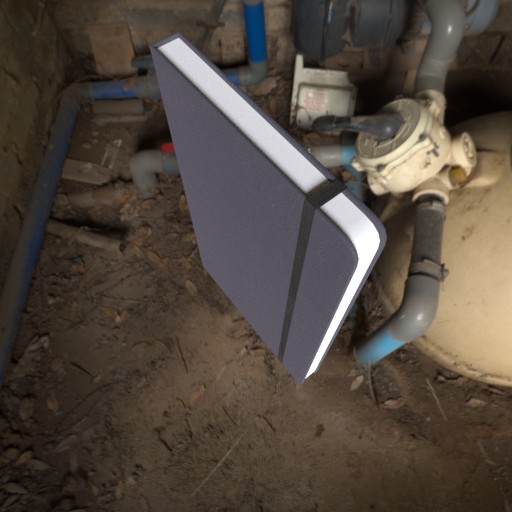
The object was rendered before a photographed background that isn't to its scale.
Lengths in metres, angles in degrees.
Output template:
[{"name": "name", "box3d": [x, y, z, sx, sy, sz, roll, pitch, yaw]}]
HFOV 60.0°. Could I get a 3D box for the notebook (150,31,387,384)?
[{"name": "notebook", "box3d": [0.000, 0.000, 0.260, 0.016, 0.213, 0.127, -35, 68, -16]}]
